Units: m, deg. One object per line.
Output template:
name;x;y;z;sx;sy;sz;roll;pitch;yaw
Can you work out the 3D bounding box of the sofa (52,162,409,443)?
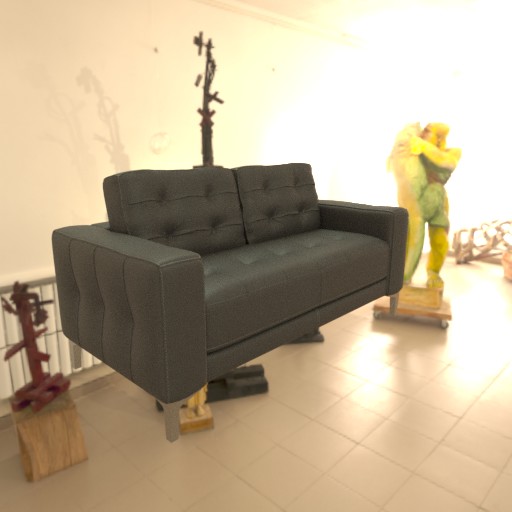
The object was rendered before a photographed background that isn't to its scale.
sofa;0.000;0.000;2.248;0.833;0.893;1.726;13;19;42
